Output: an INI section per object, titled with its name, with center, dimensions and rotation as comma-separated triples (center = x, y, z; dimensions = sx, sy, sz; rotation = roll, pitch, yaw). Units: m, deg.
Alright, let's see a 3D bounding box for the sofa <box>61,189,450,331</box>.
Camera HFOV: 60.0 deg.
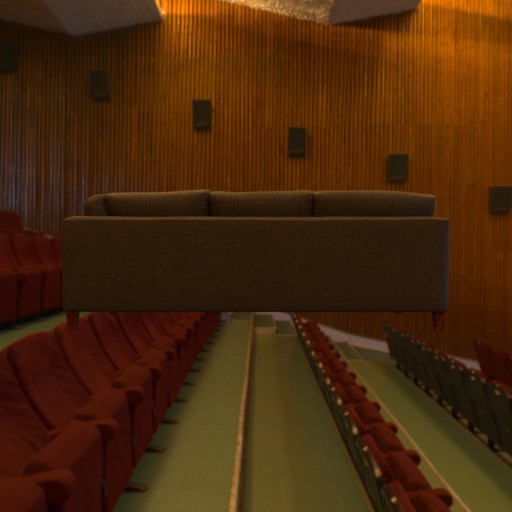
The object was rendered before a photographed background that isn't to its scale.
[sofa]
center = 0.000, 0.000, 4.610
dimensions = 2.594, 0.961, 3.460
rotation = 0, 1, 0
